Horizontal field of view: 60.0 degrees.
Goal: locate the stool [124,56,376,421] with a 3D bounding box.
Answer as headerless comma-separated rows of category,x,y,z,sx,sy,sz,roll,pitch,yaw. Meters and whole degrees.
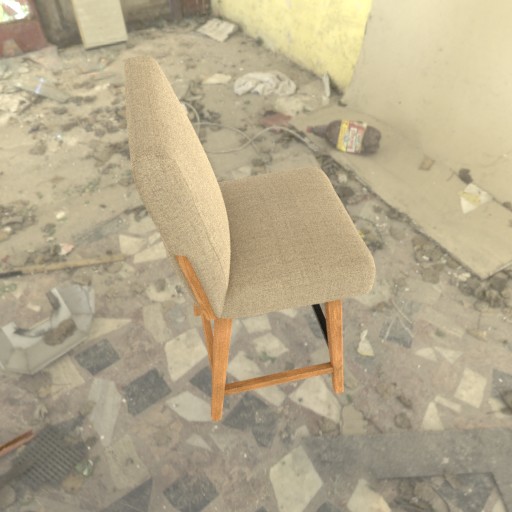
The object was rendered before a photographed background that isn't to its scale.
stool,0.000,0.000,1.260,0.526,1.010,0.459,-10,48,-9
